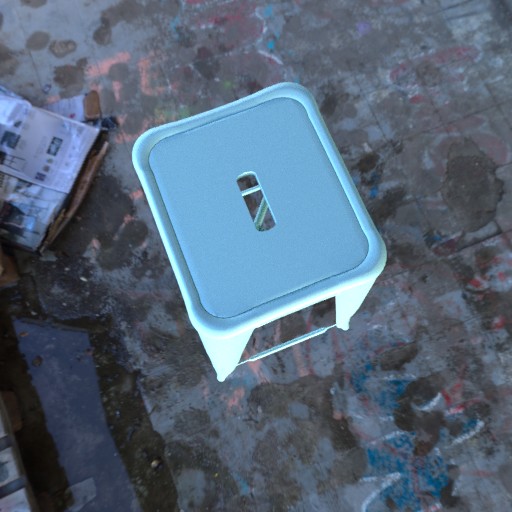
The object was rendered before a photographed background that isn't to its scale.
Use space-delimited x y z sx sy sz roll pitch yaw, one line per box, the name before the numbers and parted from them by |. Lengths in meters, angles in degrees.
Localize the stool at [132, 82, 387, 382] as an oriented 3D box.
stool | 0.000 0.000 0.851 0.359 0.609 0.399 -22 78 -5
